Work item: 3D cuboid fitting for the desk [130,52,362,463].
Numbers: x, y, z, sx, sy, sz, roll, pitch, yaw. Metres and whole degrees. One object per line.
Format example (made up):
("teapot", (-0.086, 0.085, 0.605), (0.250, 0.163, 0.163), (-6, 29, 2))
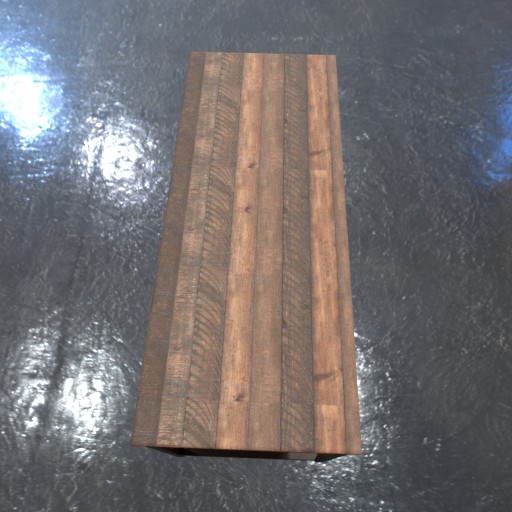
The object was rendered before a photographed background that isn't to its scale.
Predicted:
("desk", (0.000, 0.000, 1.860), (0.617, 0.753, 1.538), (2, 63, 1))
